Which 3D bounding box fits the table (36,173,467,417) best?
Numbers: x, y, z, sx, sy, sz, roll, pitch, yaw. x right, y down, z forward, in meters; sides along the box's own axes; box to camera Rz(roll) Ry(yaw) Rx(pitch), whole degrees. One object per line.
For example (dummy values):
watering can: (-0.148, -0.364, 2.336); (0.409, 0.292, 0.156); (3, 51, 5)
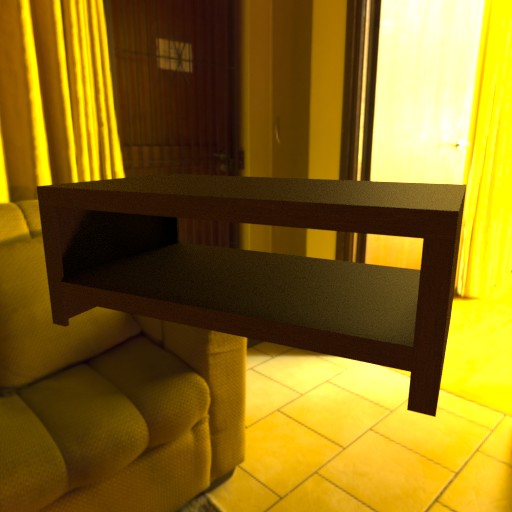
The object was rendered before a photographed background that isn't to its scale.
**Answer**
table: (0.000, 0.000, 1.340); (1.099, 0.424, 0.597); (7, 16, 25)
